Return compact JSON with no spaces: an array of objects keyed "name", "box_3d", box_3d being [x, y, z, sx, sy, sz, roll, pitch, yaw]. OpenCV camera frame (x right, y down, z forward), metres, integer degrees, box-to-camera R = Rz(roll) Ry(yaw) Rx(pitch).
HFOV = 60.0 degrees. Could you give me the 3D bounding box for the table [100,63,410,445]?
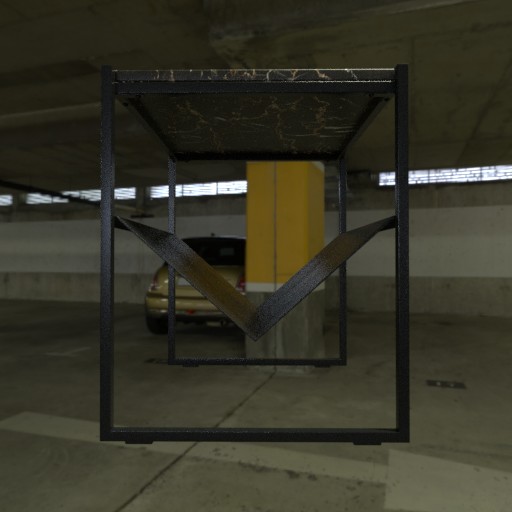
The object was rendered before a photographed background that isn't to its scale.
[{"name":"table","box_3d":[0.000,0.000,0.853,0.432,0.534,0.469,0,-1,1]}]
